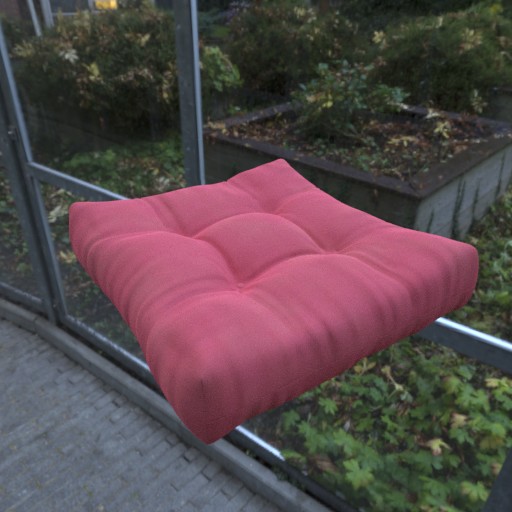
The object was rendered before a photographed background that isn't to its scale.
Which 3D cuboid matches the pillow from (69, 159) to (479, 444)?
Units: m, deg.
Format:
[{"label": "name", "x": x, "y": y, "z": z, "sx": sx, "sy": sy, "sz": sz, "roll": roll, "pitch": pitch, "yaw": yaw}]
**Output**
[{"label": "pillow", "x": 0.000, "y": 0.000, "z": 0.701, "sx": 0.468, "sy": 0.128, "sz": 0.490, "roll": -18, "pitch": 35, "yaw": -29}]
